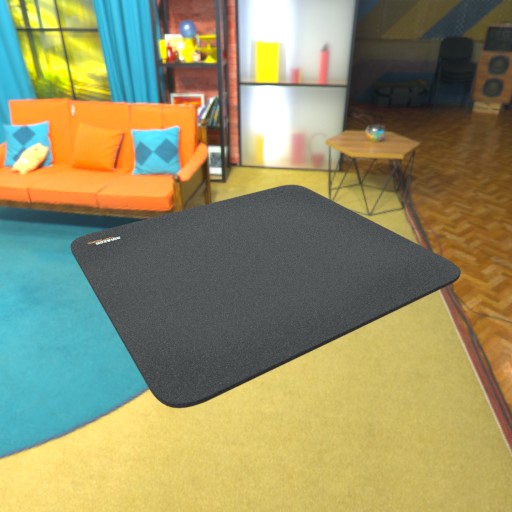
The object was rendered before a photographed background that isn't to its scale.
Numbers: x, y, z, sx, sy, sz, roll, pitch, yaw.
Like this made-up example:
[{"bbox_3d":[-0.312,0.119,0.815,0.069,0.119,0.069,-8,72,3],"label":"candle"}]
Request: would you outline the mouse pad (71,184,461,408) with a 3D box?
[{"bbox_3d":[0.000,0.000,0.331,0.229,0.003,0.203,-18,35,-28],"label":"mouse pad"}]
